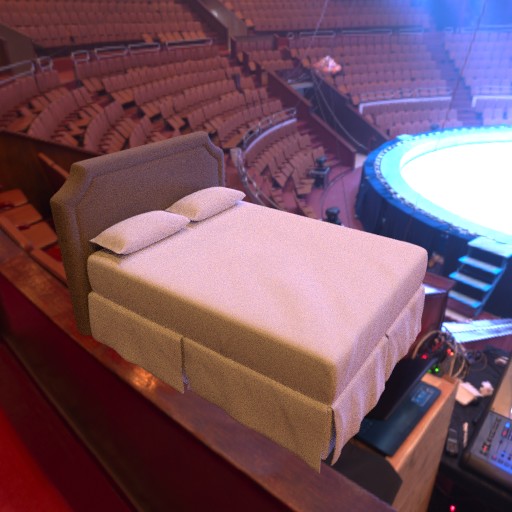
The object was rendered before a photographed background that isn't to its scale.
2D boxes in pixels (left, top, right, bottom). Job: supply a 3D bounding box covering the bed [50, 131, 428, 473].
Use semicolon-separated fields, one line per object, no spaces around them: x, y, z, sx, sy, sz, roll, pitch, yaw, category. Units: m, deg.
0.000;0.000;3.130;2.116;1.290;1.693;18;32;31;bed
